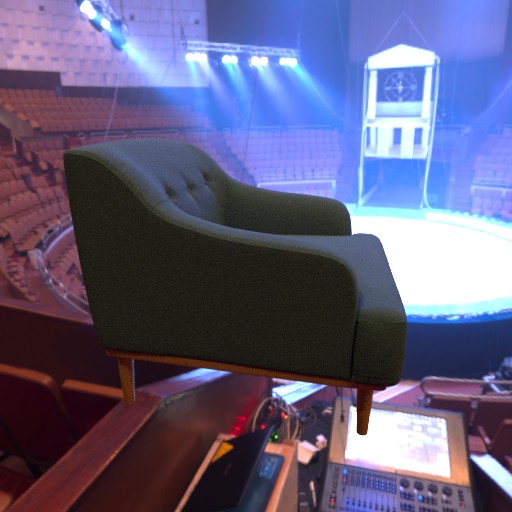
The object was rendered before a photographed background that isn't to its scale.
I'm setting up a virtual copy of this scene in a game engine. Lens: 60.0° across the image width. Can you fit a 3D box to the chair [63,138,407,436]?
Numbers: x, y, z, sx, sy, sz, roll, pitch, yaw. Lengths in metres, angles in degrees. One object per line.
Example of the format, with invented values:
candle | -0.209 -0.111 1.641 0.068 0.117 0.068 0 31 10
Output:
chair | 0.000 0.000 1.602 0.951 0.818 0.946 3 16 10
